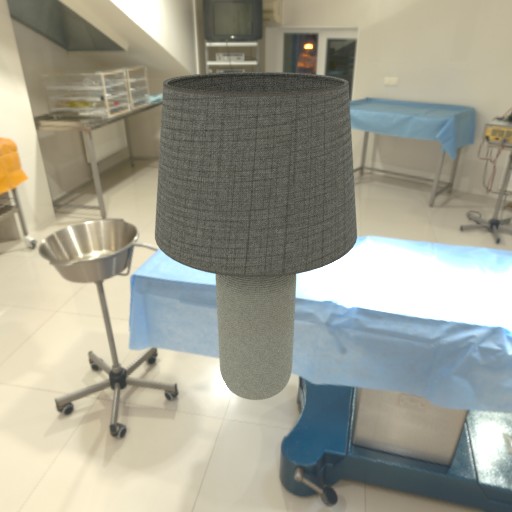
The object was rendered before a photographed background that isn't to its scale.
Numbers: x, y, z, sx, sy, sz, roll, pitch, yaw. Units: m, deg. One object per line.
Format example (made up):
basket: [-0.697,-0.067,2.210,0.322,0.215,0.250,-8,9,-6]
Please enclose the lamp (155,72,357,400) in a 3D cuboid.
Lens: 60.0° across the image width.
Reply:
lamp: [0.000,0.000,0.580,0.251,0.429,0.251,0,27,0]
